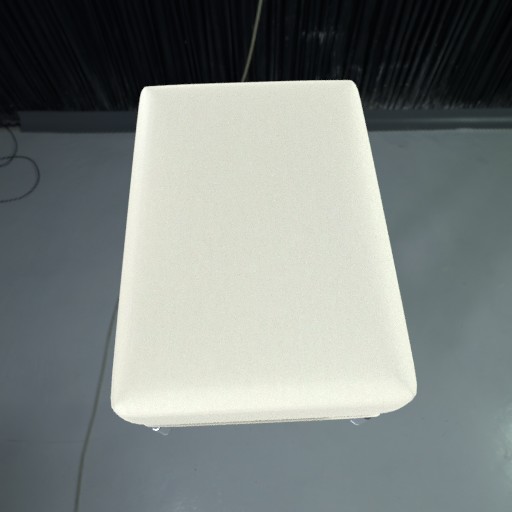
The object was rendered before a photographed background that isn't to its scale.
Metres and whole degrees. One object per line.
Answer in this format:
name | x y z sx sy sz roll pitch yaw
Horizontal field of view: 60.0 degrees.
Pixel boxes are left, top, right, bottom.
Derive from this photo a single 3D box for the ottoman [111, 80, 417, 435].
ottoman | 0.000 0.000 1.169 0.581 0.497 0.835 -2 63 -1
